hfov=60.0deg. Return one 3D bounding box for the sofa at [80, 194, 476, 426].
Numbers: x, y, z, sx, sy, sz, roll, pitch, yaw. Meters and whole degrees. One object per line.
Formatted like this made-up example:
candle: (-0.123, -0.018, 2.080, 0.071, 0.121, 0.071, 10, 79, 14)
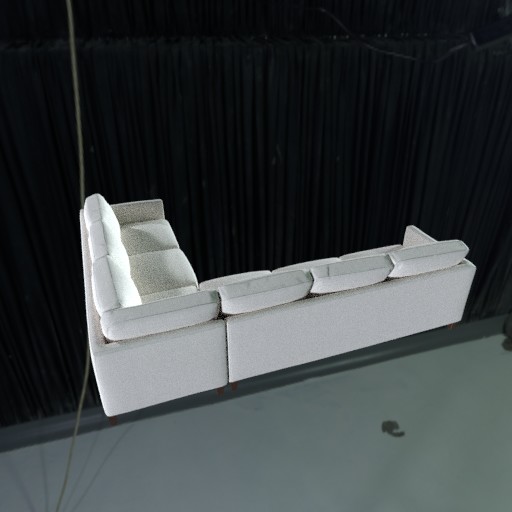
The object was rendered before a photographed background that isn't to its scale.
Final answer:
sofa: (0.000, 0.000, 4.567, 3.302, 0.947, 2.593, -11, 31, -18)
